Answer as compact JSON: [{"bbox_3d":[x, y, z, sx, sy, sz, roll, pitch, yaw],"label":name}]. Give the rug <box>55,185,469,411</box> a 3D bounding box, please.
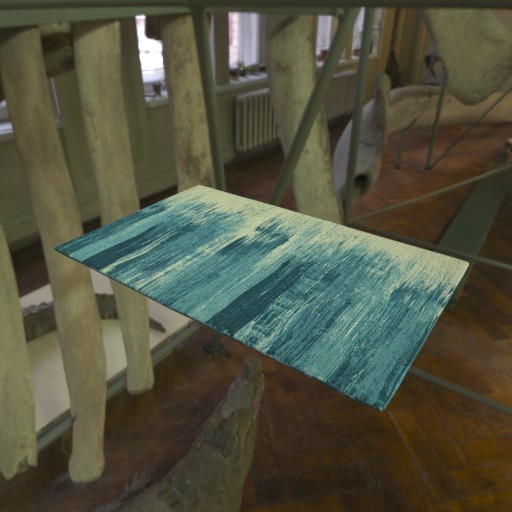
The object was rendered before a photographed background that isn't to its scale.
[{"bbox_3d":[0.000,0.000,3.051,2.450,0.027,1.540,20,36,30],"label":"rug"}]
